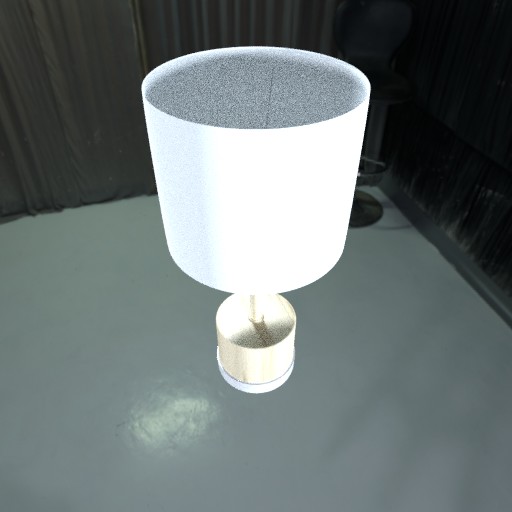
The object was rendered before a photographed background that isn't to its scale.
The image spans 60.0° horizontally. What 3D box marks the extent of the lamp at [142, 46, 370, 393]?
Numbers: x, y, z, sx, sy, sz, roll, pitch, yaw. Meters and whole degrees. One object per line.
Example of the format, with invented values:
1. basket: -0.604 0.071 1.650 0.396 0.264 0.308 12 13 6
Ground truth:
1. lamp: 0.000 0.000 0.601 0.229 0.470 0.229 -13 43 -14
